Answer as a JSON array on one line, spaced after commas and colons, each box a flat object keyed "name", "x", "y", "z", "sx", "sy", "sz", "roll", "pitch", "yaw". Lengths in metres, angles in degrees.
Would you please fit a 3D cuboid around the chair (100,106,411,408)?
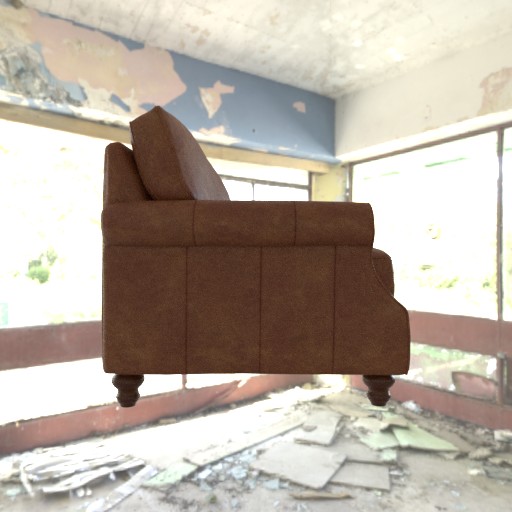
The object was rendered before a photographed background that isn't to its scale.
[{"name": "chair", "x": 0.000, "y": 0.000, "z": 1.768, "sx": 0.986, "sy": 0.962, "sz": 0.983, "roll": 0, "pitch": -1, "yaw": -1}]
